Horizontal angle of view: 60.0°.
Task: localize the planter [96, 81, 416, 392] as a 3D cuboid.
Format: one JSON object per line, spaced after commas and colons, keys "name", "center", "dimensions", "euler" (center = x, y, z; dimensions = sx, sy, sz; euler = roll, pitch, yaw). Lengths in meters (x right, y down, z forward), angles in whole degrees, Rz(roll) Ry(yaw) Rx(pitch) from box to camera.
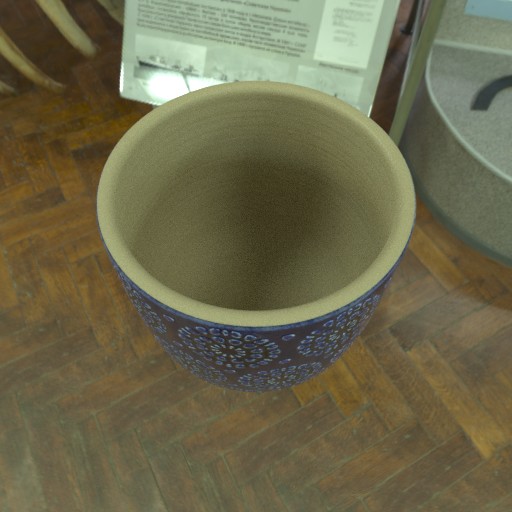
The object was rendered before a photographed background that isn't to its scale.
{"name": "planter", "center": [0.000, 0.000, 0.291], "dimensions": [0.165, 0.149, 0.165], "euler": [0, 58, 0]}
